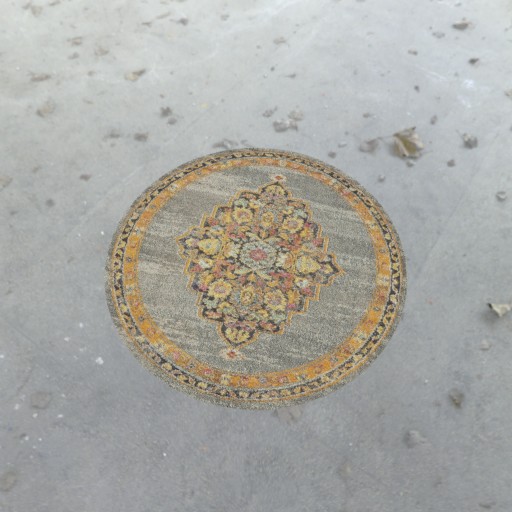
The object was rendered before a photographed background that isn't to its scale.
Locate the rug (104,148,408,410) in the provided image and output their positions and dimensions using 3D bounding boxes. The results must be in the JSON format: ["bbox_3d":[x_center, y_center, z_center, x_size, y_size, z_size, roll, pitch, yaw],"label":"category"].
[{"bbox_3d":[0.000,0.000,3.533,2.382,0.014,2.382,0,58,0],"label":"rug"}]
